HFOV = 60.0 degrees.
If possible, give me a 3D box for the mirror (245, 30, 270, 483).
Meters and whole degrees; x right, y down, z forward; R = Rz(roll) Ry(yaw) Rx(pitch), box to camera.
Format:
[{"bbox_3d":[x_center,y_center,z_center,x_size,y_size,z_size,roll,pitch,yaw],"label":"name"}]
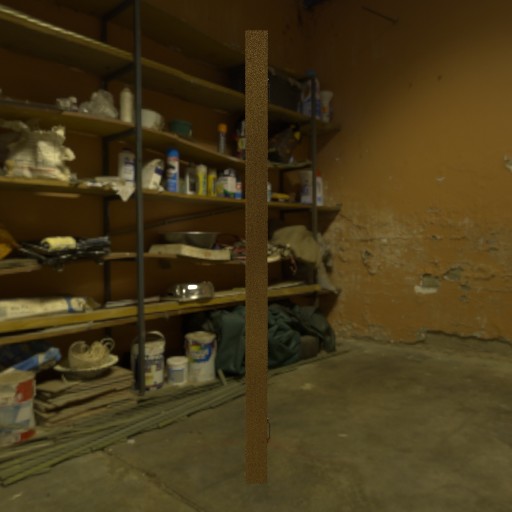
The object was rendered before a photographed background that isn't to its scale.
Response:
[{"bbox_3d":[0.000,0.000,0.948,0.039,0.710,0.507,0,1,-1],"label":"mirror"}]
